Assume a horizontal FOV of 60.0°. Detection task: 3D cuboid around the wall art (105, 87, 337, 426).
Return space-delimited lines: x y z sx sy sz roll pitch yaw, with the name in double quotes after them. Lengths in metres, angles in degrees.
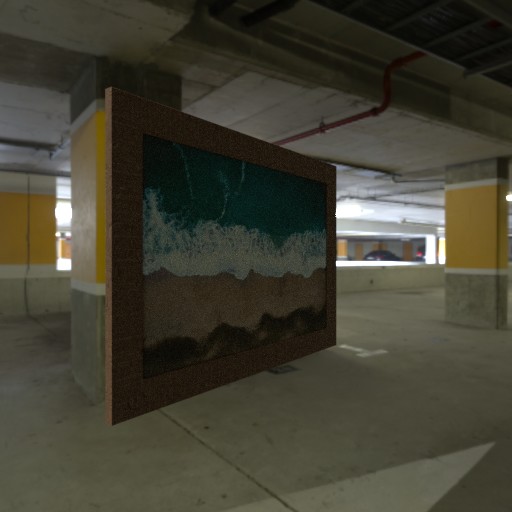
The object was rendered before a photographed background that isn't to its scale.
0.000 0.000 1.192 0.019 0.626 0.917 0 0 37 "wall art"
